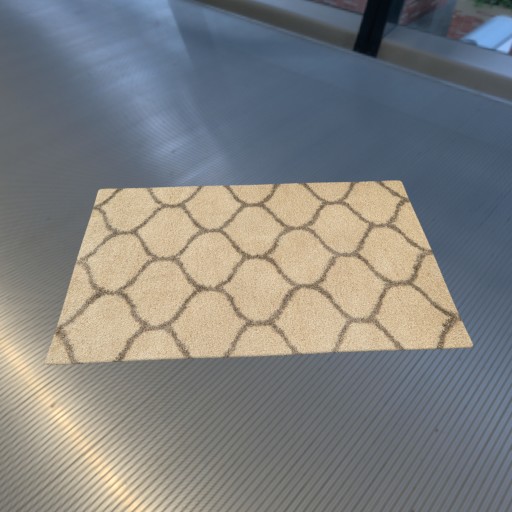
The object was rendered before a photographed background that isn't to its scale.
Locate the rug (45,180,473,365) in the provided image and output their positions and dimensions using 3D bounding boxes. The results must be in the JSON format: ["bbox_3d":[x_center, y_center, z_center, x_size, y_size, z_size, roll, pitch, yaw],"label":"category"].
[{"bbox_3d":[0.000,0.000,2.932,2.348,0.024,1.501,-2,47,-2],"label":"rug"}]
